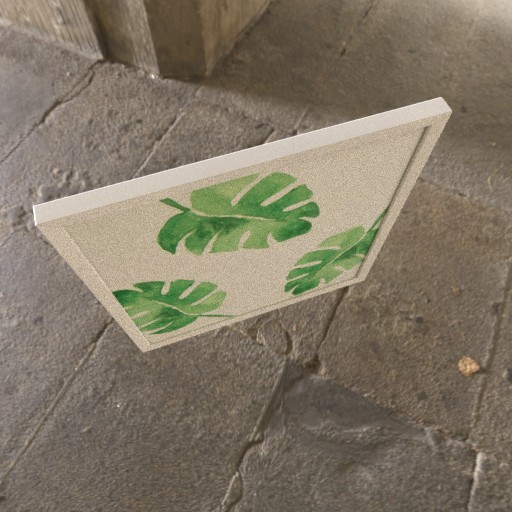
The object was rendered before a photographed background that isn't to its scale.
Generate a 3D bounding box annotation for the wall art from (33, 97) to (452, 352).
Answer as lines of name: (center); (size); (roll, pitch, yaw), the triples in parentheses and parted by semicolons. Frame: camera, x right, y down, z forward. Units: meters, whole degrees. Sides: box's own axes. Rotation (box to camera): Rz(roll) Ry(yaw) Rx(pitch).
wall art: (0.000, 0.000, 1.114); (0.762, 0.762, 0.040); (-17, 64, -9)
